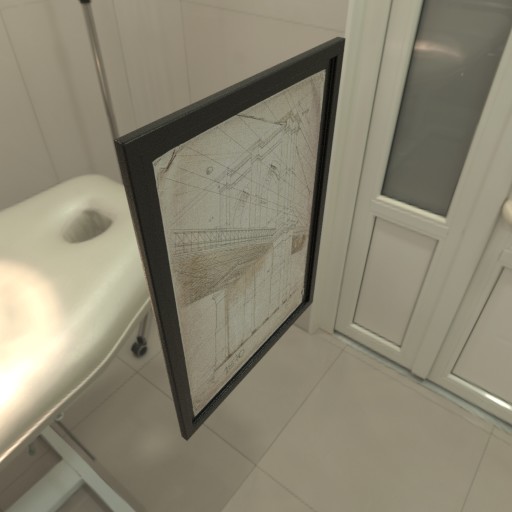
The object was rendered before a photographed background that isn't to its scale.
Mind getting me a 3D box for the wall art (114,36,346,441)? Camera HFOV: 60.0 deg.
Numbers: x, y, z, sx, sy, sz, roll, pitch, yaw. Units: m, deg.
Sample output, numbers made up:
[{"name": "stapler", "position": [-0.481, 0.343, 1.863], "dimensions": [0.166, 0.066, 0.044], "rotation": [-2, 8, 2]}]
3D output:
[{"name": "wall art", "position": [0.000, 0.000, 0.829], "dimensions": [0.016, 0.657, 0.480], "rotation": [27, 48, 27]}]
